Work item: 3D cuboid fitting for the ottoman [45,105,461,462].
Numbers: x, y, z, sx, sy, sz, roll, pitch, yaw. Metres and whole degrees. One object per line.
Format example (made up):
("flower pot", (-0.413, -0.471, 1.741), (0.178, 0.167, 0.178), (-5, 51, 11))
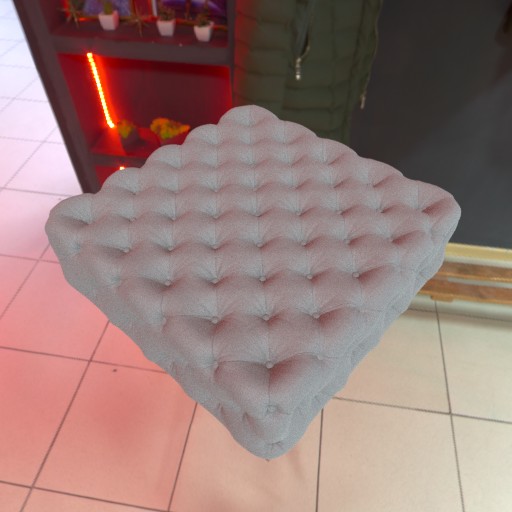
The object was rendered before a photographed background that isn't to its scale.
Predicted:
("ottoman", (0.000, 0.000, 1.408), (0.911, 0.439, 0.917), (33, 56, 27))
